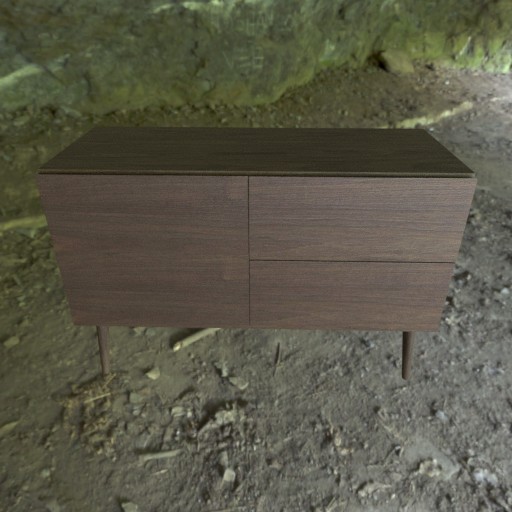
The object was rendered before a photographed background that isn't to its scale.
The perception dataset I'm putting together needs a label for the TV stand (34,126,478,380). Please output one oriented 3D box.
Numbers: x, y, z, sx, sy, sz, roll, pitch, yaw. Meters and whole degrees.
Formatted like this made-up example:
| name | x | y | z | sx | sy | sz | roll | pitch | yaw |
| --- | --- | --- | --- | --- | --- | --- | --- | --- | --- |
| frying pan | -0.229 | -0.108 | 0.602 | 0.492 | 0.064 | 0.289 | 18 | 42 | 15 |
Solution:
| name | x | y | z | sx | sy | sz | roll | pitch | yaw |
| --- | --- | --- | --- | --- | --- | --- | --- | --- | --- |
| TV stand | 0.000 | 0.000 | 1.326 | 0.990 | 0.660 | 0.405 | 1 | 30 | 1 |
